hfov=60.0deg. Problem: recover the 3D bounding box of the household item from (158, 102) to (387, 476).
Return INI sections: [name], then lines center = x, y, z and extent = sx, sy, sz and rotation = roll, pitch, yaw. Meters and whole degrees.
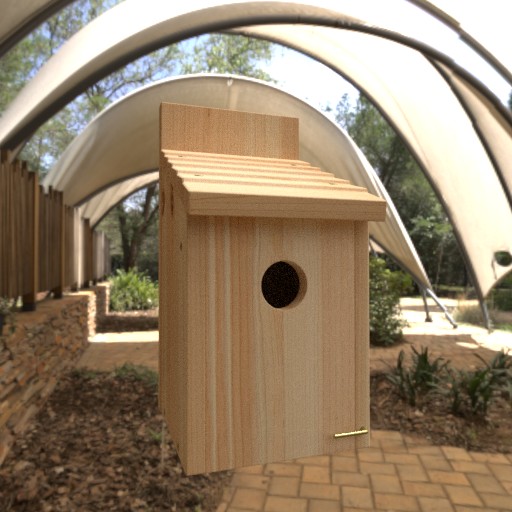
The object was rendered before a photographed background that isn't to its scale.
[household item]
center = 0.000, 0.000, 0.385
extent = 0.149, 0.300, 0.171
rotation = 0, -1, -19
